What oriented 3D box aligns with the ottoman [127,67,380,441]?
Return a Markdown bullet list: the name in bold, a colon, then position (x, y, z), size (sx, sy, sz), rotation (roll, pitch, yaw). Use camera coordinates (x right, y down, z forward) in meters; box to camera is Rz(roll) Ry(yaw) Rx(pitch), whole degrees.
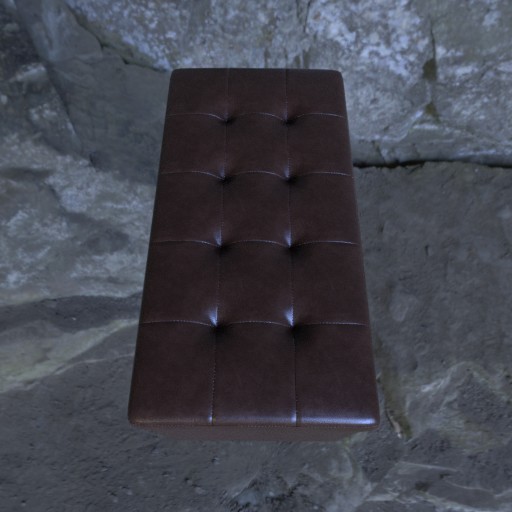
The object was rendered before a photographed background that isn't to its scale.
- **ottoman**: position (0.000, 0.000, 1.101), size (0.432, 0.470, 0.838), rotation (0, 64, 0)
